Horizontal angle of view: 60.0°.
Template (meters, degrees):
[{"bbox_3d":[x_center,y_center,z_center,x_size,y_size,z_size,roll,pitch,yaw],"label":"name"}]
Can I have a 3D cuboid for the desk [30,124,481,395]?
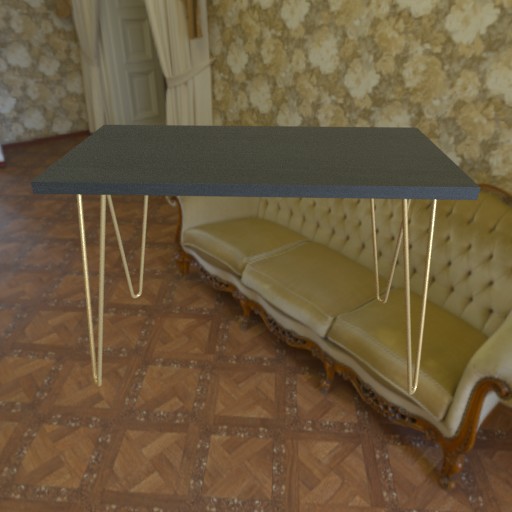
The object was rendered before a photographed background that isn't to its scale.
[{"bbox_3d":[0.000,0.000,1.357,0.991,0.660,0.499,1,31,2],"label":"desk"}]
